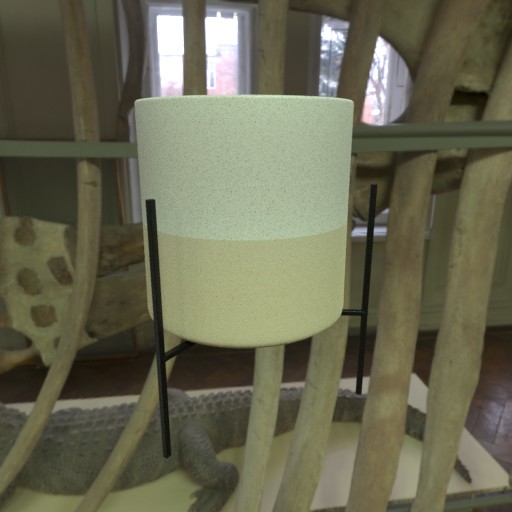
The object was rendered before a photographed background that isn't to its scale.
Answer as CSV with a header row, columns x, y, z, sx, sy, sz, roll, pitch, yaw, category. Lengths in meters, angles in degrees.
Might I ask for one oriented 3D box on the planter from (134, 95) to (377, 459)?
x,y,z,sx,sy,sz,roll,pitch,yaw,category
0.000,0.000,0.552,0.267,0.362,0.263,-2,16,-8,planter
